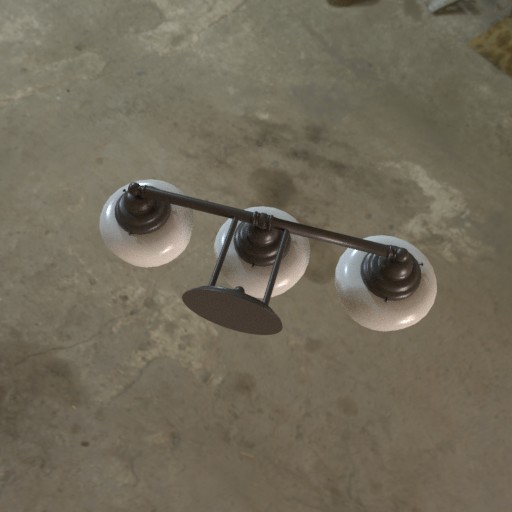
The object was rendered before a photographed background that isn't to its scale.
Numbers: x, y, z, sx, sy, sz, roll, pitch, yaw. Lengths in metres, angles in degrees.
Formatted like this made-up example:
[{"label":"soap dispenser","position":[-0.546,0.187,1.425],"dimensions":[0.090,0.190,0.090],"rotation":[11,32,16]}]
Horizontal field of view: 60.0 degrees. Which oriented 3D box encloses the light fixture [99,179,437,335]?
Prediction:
[{"label":"light fixture","position":[0.000,0.000,0.703],"dimensions":[0.587,0.242,0.239],"rotation":[14,64,7]}]
